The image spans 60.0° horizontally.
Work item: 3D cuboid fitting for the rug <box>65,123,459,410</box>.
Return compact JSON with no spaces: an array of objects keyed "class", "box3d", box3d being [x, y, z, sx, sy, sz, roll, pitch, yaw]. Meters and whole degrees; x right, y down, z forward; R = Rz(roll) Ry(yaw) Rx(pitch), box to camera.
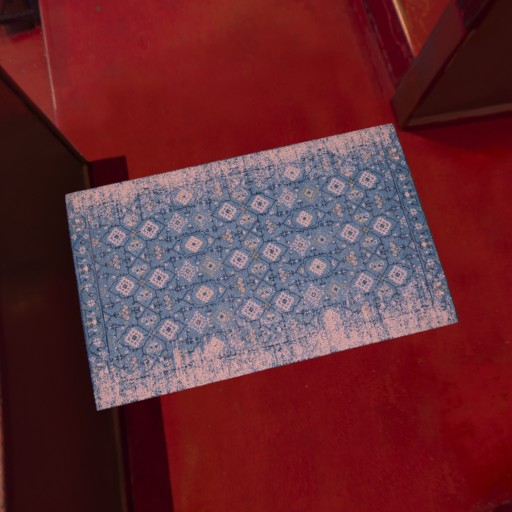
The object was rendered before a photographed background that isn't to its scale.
[{"class":"rug","box3d":[0.000,0.000,2.232,1.795,0.008,1.102,-13,77,-3]}]
